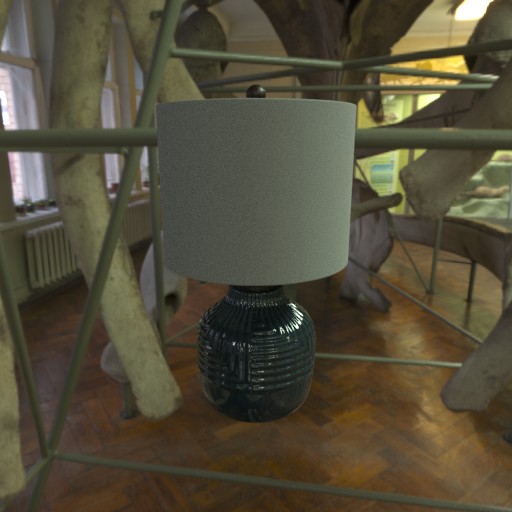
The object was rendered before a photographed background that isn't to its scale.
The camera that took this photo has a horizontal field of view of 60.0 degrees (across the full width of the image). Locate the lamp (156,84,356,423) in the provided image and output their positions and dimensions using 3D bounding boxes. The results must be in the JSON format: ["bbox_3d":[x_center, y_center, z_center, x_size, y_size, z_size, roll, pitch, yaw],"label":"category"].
[{"bbox_3d":[0.000,0.000,0.781,0.318,0.567,0.318,0,15,0],"label":"lamp"}]
